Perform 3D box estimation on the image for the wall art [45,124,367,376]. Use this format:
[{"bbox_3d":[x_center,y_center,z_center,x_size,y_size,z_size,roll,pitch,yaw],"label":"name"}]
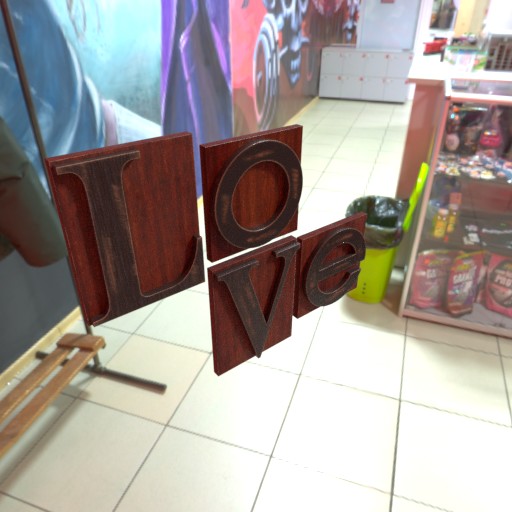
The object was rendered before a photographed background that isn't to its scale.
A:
[{"bbox_3d":[0.000,0.000,0.827,0.635,0.497,0.030,-22,37,-32],"label":"wall art"}]
